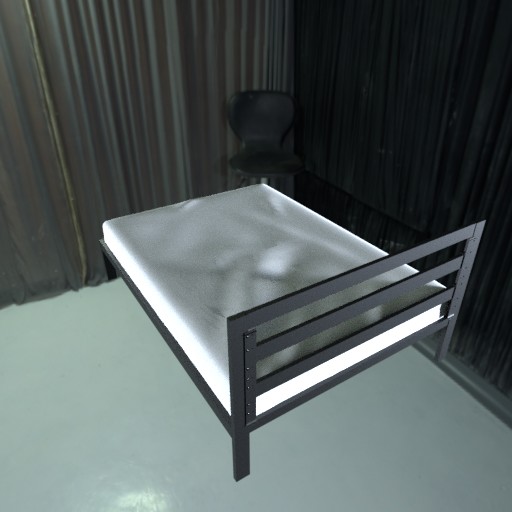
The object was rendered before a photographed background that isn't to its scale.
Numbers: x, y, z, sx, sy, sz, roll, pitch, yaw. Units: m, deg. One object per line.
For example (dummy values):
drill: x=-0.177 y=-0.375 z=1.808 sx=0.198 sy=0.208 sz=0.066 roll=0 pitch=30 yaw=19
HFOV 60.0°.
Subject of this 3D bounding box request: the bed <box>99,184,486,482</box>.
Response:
bed: x=0.000 y=0.000 z=2.926 sx=1.524 sy=0.967 sz=2.062 roll=-18 pitch=35 yaw=-28
